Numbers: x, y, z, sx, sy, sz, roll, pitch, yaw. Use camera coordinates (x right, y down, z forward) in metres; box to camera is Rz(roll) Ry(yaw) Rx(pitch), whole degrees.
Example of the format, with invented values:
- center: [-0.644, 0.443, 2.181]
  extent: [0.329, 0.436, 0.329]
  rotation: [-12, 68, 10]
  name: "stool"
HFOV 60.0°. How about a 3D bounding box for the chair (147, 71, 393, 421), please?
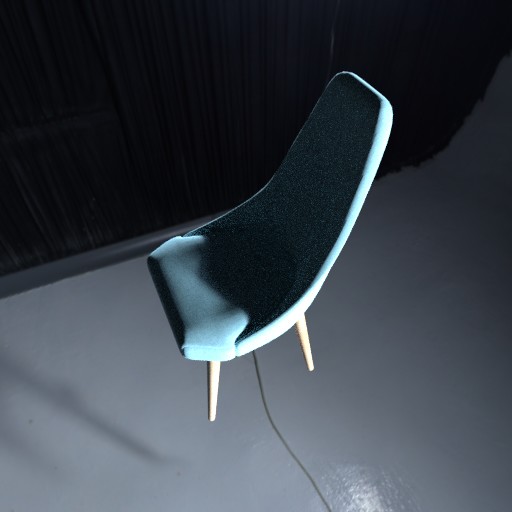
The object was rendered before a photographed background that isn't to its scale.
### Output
- center: [0.000, 0.000, 1.450]
  extent: [0.660, 1.040, 0.510]
  rotation: [-19, 51, -16]
  name: "chair"
